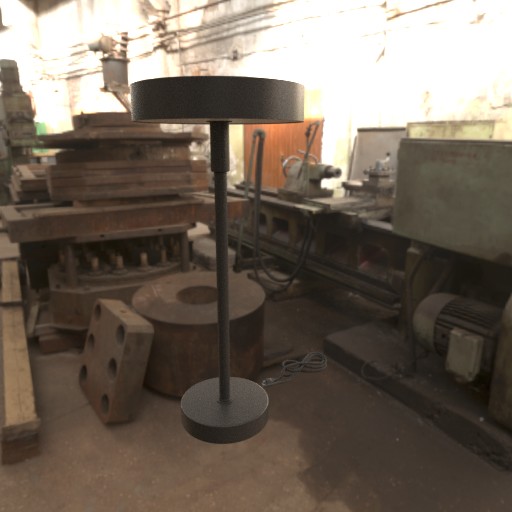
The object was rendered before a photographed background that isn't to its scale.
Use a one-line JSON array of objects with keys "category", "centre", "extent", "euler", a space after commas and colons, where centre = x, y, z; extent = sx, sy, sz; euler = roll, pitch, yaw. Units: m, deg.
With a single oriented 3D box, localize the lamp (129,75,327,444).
[{"category": "lamp", "centre": [0.000, 0.000, 0.700], "extent": [0.229, 0.508, 0.369], "euler": [14, 21, 43]}]
